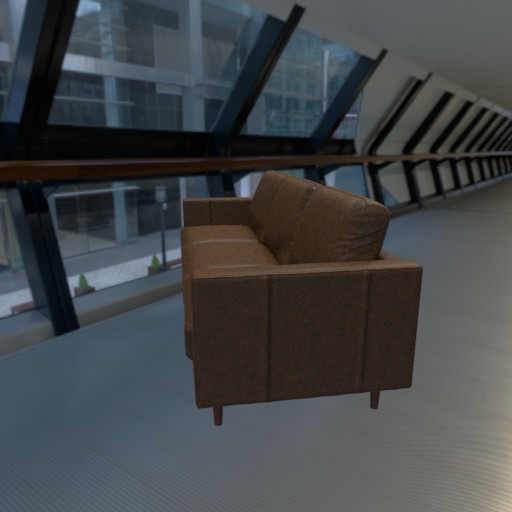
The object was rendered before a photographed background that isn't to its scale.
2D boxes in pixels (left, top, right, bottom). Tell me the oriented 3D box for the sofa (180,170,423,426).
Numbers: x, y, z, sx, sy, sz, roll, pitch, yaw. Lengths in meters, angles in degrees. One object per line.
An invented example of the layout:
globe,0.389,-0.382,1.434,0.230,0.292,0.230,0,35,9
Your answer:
sofa,0.000,0.000,2.715,0.903,0.930,2.231,-2,15,-10
